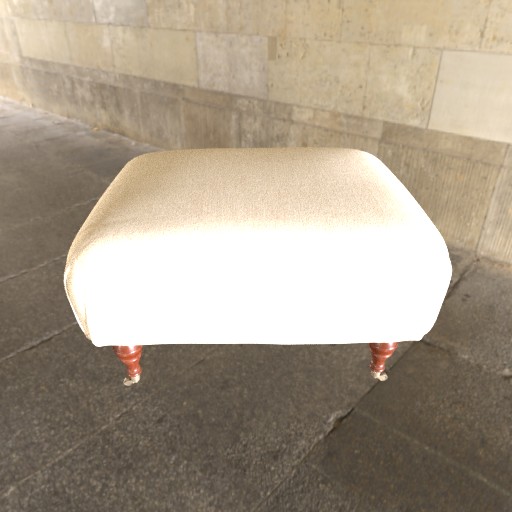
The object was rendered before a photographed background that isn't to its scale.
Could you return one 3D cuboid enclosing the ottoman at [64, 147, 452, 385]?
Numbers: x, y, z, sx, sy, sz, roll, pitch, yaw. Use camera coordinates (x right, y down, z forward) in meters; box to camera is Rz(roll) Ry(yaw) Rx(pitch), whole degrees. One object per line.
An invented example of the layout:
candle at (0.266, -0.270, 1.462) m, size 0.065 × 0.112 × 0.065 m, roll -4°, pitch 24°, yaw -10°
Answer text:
ottoman at (0.000, 0.000, 1.118) m, size 0.747 × 0.450 × 0.622 m, roll -1°, pitch 30°, yaw -1°
